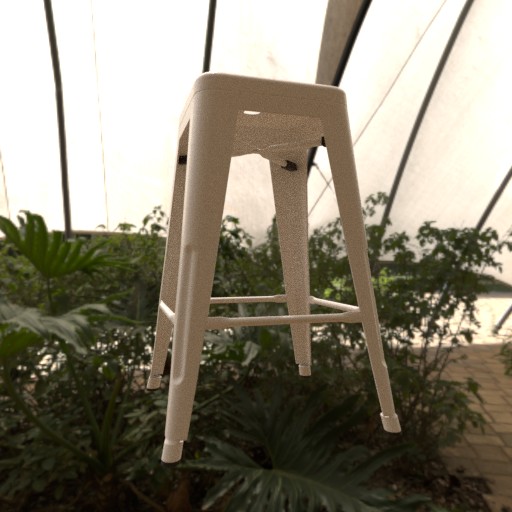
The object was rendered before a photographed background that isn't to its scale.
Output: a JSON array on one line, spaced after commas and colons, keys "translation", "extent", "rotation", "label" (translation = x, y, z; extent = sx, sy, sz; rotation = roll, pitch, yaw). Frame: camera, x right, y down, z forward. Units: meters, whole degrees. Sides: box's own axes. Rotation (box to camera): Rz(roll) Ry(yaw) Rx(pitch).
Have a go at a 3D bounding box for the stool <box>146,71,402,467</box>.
[{"translation": [0.000, 0.000, 0.888], "extent": [0.406, 0.610, 0.406], "rotation": [0, 0, -17], "label": "stool"}]
